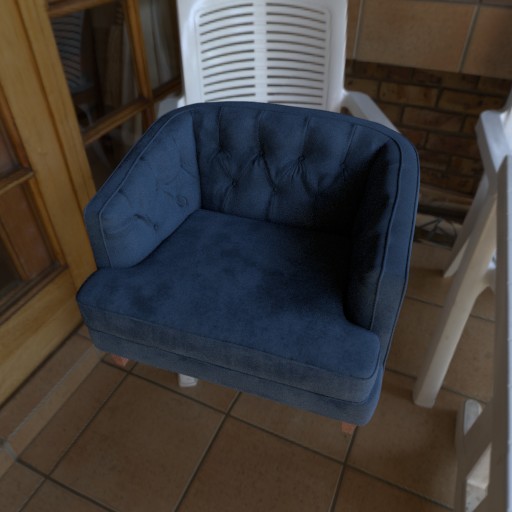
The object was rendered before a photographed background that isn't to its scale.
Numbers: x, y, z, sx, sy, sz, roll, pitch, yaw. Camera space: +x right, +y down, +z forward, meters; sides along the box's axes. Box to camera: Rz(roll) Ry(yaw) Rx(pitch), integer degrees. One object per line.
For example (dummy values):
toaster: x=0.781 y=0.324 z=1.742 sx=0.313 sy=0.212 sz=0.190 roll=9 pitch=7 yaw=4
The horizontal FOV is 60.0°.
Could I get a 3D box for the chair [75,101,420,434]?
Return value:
chair: x=0.000 y=0.000 z=1.728 sx=1.094 sy=0.852 sz=0.940 roll=12 pitch=42 yaw=14
